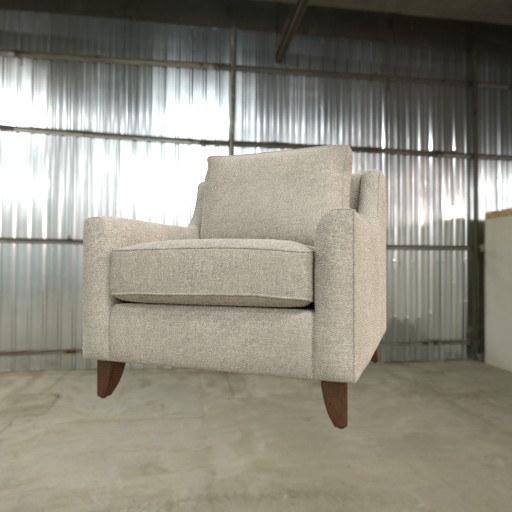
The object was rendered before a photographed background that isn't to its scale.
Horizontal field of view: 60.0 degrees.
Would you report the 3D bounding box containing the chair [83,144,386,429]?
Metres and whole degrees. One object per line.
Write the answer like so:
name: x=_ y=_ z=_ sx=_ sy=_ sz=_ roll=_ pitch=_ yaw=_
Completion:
chair: x=0.000 y=0.000 z=1.571 sx=0.838 sy=0.864 sz=0.918 roll=0 pitch=-1 yaw=20
